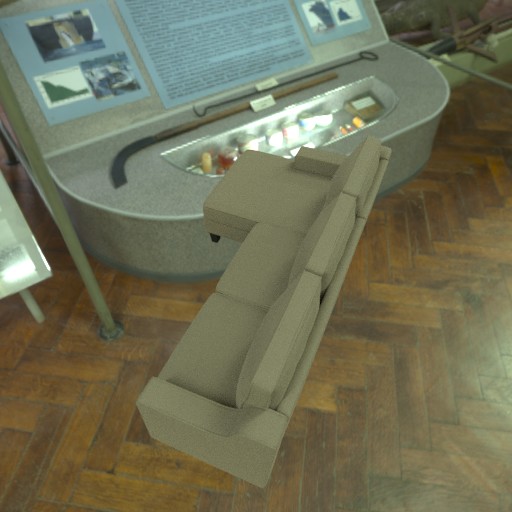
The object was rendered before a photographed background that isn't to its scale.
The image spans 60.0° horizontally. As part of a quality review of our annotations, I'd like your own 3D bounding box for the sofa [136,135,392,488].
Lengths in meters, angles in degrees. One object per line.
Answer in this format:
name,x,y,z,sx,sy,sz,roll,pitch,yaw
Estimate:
sofa,0.000,0.000,3.100,1.294,0.928,2.561,17,49,16
